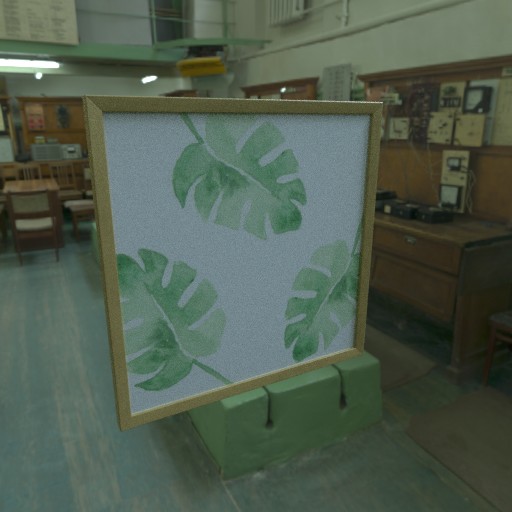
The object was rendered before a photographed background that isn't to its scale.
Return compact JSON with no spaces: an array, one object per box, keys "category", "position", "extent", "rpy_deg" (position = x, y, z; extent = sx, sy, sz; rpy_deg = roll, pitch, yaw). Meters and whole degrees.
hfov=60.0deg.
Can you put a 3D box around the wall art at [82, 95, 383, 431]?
[{"category":"wall art","position":[0.000,0.000,1.145],"extent":[0.763,0.763,0.037],"rpy_deg":[-9,19,-27]}]
